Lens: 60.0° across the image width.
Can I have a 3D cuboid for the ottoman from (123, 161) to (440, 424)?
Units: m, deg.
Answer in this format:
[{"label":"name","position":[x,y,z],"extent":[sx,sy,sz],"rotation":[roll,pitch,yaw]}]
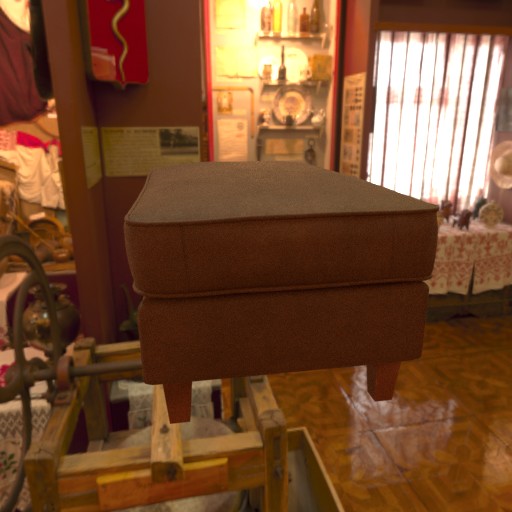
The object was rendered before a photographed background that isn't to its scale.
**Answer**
[{"label":"ottoman","position":[0.000,0.000,1.217],"extent":[0.596,0.481,0.860],"rotation":[-3,17,-9]}]
